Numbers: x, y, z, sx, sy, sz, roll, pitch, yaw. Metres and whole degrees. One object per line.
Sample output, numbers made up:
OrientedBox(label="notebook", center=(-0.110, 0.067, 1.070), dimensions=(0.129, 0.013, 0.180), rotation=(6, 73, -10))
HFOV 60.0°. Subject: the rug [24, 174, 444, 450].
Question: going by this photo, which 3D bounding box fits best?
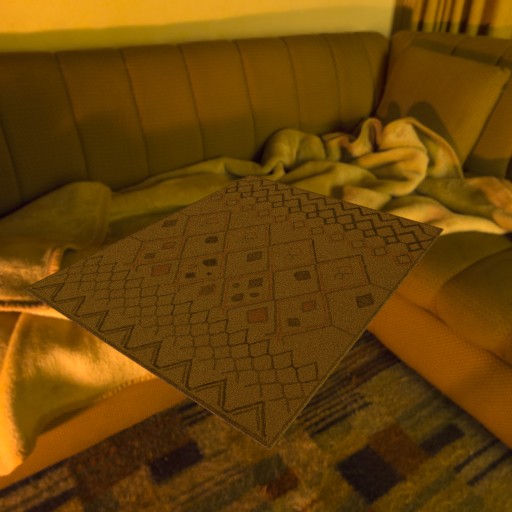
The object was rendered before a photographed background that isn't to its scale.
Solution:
OrientedBox(label="rug", center=(0.000, 0.000, 4.021), dimensions=(2.441, 0.016, 3.050), rotation=(21, 38, 30))
